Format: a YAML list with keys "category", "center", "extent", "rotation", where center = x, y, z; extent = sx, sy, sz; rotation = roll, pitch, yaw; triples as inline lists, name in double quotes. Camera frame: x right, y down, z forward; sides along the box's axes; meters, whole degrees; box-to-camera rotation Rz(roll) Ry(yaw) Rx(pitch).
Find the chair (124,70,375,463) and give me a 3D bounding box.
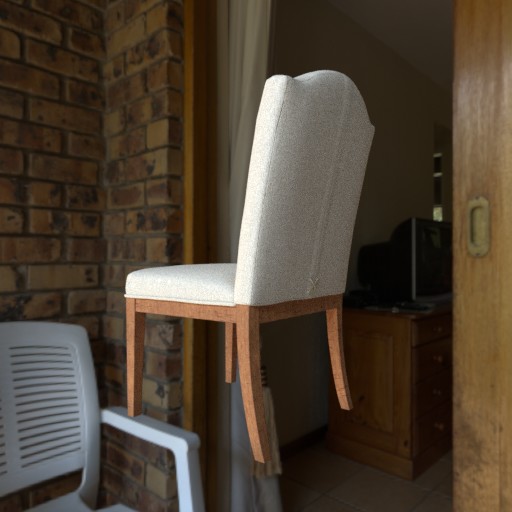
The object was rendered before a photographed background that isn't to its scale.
- category: "chair"
  center: [0.000, 0.000, 1.413]
  extent: [0.648, 1.012, 0.534]
  rotation: [0, 0, 37]
